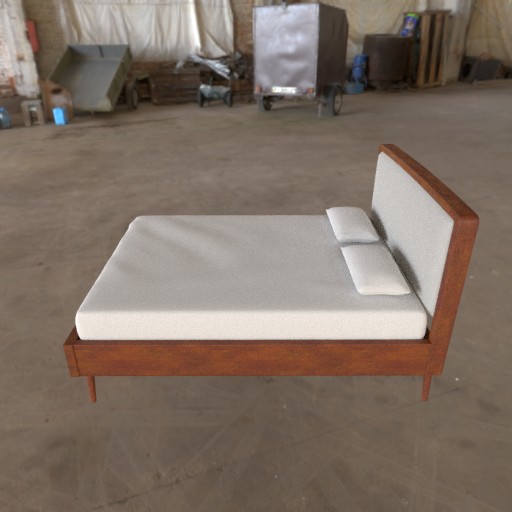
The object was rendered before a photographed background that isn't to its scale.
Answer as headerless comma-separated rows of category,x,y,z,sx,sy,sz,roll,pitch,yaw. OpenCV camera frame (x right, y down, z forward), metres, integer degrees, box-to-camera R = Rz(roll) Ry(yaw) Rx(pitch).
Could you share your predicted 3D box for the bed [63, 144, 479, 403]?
bed,0.000,0.000,3.150,2.196,1.275,1.587,0,27,0
